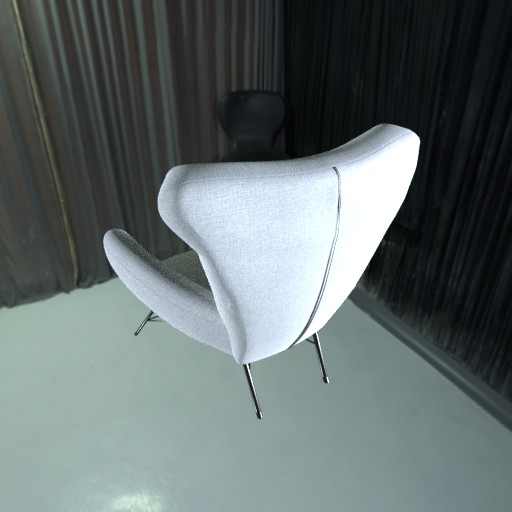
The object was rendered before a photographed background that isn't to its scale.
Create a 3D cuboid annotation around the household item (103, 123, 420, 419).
[{"bbox_3d":[0.000,0.000,1.768,0.980,1.050,0.900,-19,36,-29],"label":"household item"}]
